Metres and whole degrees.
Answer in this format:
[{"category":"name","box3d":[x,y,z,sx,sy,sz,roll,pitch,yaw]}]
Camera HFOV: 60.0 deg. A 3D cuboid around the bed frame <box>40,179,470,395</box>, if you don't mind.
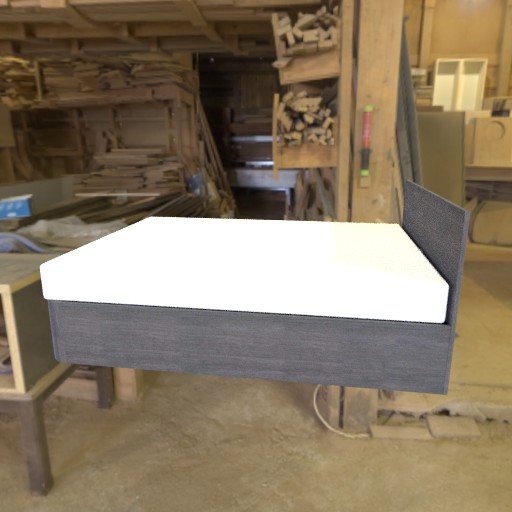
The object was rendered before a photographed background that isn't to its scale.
[{"category":"bed frame","box3d":[0.000,0.000,2.626,1.900,0.800,1.400,2,15,9]}]
